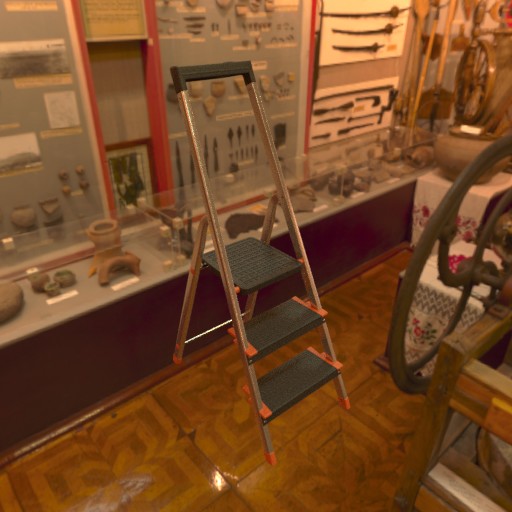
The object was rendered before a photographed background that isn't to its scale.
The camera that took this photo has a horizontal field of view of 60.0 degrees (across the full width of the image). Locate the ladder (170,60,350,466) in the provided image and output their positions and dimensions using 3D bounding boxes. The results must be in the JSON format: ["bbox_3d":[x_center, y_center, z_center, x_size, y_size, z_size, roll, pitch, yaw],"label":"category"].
[{"bbox_3d":[0.000,0.000,1.576,0.416,1.229,0.686,-22,36,-33],"label":"ladder"}]
